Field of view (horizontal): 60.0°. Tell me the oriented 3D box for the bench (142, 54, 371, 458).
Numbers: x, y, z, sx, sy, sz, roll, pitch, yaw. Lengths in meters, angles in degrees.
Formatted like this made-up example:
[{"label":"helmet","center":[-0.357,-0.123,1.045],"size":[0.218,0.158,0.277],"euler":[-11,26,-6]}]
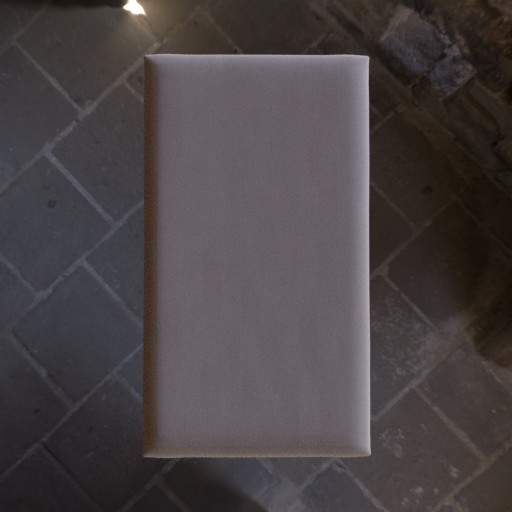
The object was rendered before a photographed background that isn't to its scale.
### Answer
[{"label":"bench","center":[0.000,0.000,1.165],"size":[0.500,0.449,0.887],"euler":[0,89,0]}]
